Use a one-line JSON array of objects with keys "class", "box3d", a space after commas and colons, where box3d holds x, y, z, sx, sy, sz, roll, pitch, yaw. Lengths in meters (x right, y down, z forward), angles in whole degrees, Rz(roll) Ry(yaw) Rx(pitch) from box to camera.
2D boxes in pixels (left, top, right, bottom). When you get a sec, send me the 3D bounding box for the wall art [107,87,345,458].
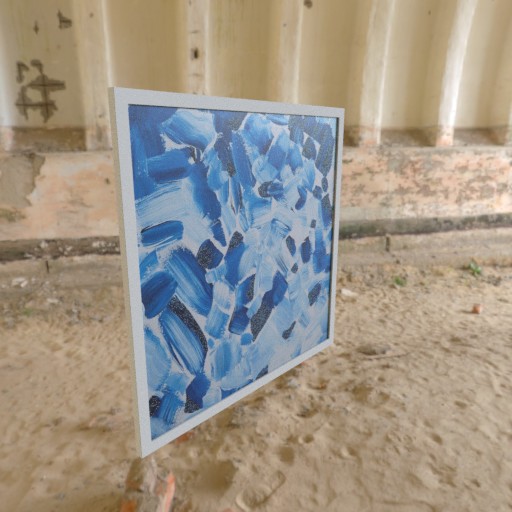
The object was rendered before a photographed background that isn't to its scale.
[{"class": "wall art", "box3d": [0.000, 0.000, 0.689, 0.012, 0.457, 0.457, 13, 20, 41]}]
